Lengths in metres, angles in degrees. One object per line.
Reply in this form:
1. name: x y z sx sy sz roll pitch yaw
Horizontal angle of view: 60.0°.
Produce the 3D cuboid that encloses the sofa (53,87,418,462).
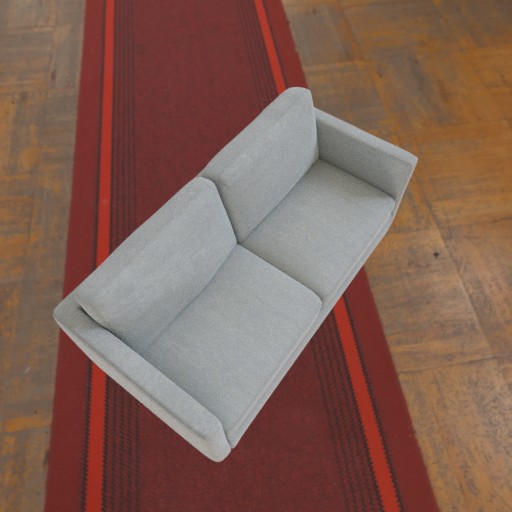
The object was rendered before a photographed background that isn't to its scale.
1. sofa: 0.000 0.000 2.459 0.950 0.963 1.884 32 64 18
